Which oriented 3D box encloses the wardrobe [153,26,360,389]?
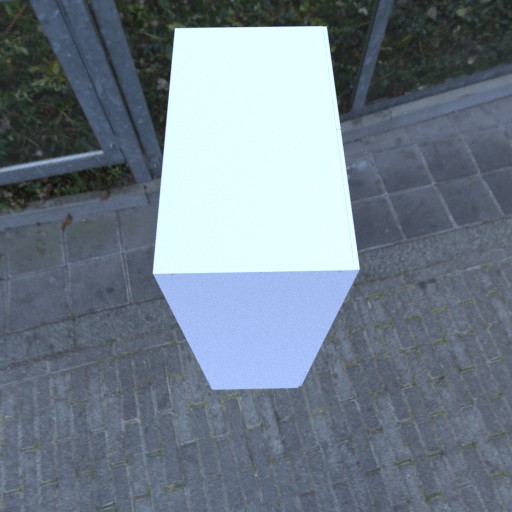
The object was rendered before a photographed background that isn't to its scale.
[{"bbox_3d":[0.000,0.000,2.226,0.577,1.808,0.991,-1,64,-1],"label":"wardrobe"}]
